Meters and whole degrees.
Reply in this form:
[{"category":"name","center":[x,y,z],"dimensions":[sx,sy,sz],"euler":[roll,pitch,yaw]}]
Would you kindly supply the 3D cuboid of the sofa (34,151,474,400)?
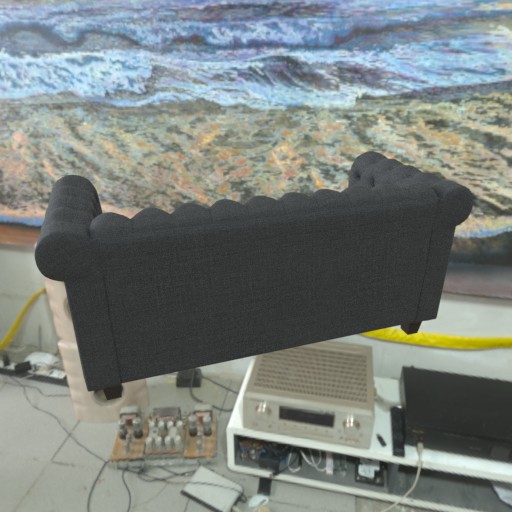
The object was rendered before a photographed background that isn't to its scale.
[{"category":"sofa","center":[0.000,0.000,2.177],"dimensions":[1.798,0.797,0.783],"euler":[-8,27,-16]}]
